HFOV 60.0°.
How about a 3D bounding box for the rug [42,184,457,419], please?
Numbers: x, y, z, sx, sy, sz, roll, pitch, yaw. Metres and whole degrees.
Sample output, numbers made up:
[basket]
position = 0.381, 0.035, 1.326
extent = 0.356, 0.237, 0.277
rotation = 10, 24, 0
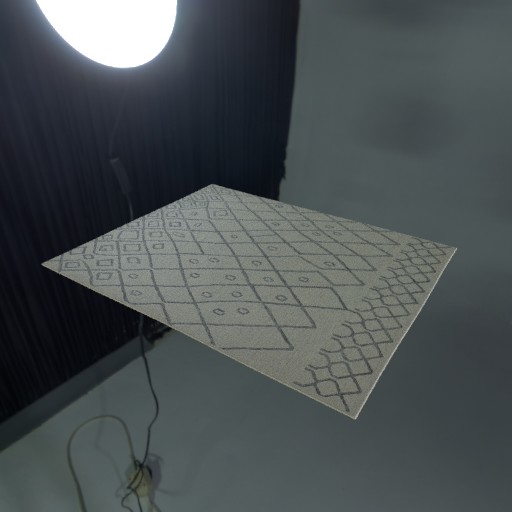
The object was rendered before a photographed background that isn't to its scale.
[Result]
[rug]
position = 0.000, 0.000, 4.149
extent = 3.046, 0.015, 2.446
rotation = 19, 35, 29
